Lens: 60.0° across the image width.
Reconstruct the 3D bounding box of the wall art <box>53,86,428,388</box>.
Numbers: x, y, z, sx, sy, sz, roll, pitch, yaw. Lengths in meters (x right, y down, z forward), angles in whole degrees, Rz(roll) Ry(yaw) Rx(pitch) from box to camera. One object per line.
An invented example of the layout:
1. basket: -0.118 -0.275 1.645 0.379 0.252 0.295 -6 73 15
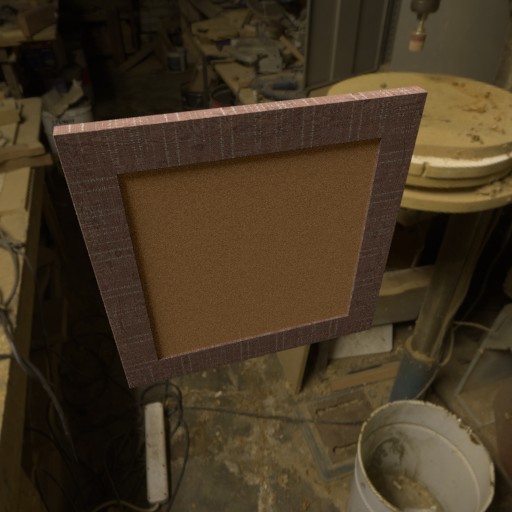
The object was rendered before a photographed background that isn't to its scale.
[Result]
1. wall art: 0.000 0.000 0.783 0.531 0.531 0.029 -11 40 -13
